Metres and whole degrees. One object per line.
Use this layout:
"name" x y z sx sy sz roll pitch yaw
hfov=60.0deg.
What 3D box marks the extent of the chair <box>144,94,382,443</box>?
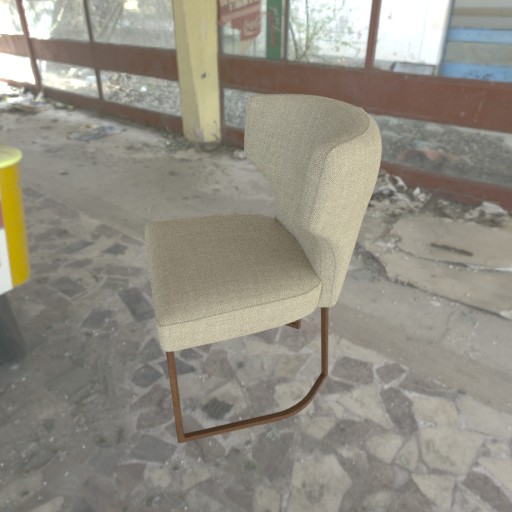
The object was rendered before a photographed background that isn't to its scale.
"chair" 0.000 0.000 1.302 0.617 0.824 0.611 -8 31 -13
